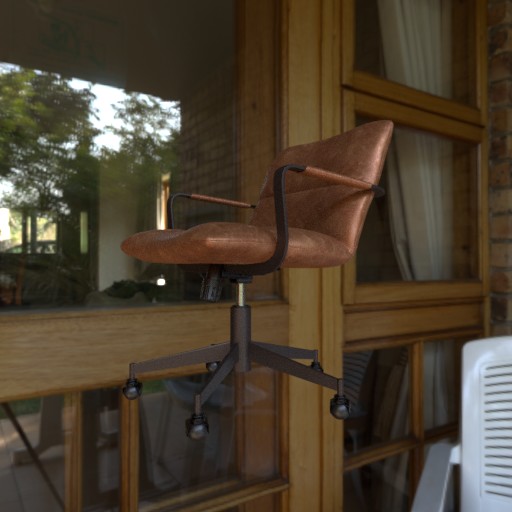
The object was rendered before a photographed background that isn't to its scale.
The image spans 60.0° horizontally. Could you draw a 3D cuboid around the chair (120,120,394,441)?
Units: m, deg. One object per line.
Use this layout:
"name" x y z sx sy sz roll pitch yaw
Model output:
"chair" 0.000 0.000 1.476 0.754 0.922 0.727 1 -1 -38
